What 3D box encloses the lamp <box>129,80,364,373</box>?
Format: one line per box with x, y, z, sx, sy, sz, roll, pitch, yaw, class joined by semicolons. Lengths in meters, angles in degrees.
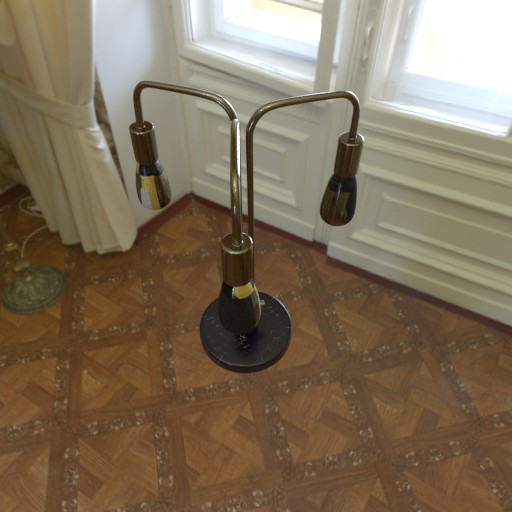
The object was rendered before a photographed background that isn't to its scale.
0.000;0.000;0.785;0.368;0.560;0.355;-11;48;-10;lamp
